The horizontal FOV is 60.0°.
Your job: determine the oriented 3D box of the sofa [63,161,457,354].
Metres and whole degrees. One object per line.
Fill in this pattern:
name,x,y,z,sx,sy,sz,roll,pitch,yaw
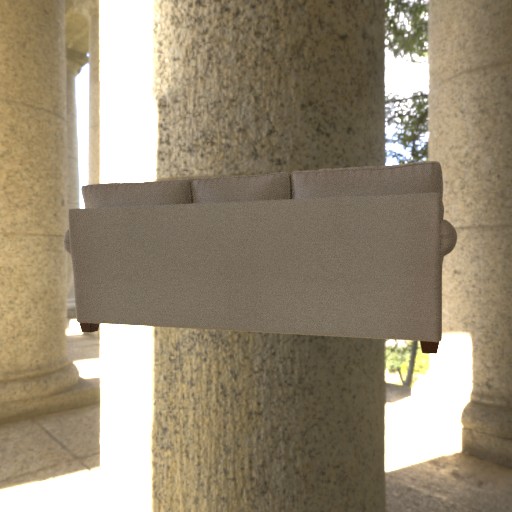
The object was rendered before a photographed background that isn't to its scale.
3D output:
sofa,0.000,0.000,2.849,2.312,0.975,0.965,0,-1,18
